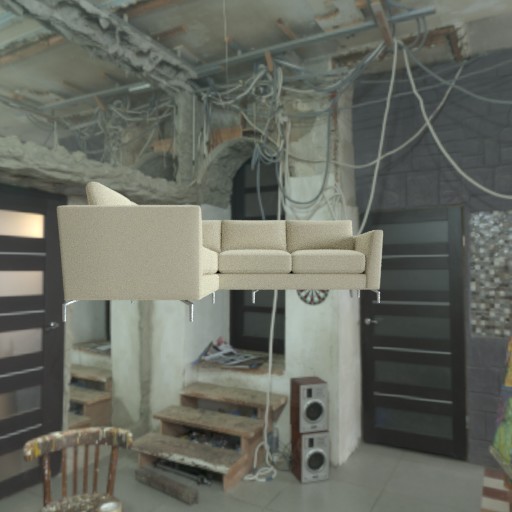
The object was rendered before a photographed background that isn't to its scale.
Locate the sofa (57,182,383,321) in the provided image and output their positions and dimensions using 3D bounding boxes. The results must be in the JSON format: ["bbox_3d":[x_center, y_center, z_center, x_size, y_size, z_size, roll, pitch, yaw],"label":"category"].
[{"bbox_3d":[0.000,0.000,3.847,2.448,0.867,2.430,0,-2,0],"label":"sofa"}]
